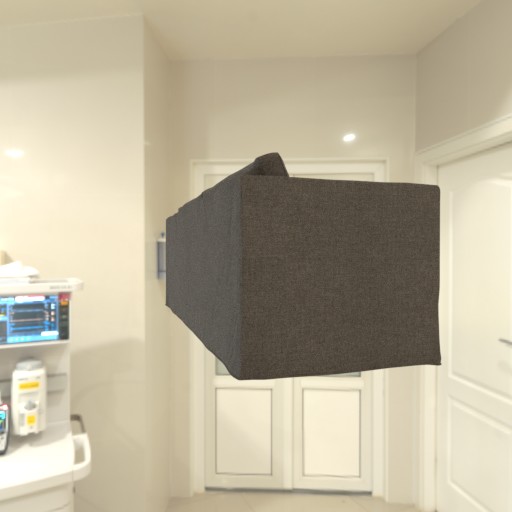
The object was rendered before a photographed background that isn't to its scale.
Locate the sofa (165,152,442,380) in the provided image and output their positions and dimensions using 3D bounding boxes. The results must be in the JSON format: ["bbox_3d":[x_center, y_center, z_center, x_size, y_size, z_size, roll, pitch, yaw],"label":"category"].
[{"bbox_3d":[0.000,0.000,3.252,1.036,0.998,2.779,0,1,-18],"label":"sofa"}]
